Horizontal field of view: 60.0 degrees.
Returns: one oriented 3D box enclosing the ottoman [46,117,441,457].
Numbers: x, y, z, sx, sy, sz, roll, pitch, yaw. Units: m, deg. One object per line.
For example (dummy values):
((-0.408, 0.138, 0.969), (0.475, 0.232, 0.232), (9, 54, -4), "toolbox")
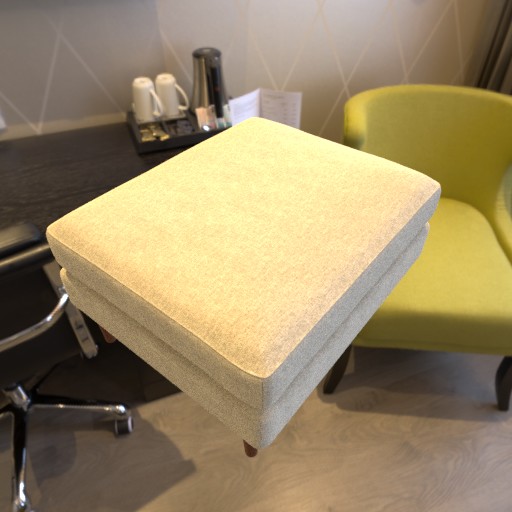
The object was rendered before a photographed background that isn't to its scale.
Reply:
((0.000, 0.000, 1.260), (0.693, 0.474, 0.821), (28, 49, 28), "ottoman")
